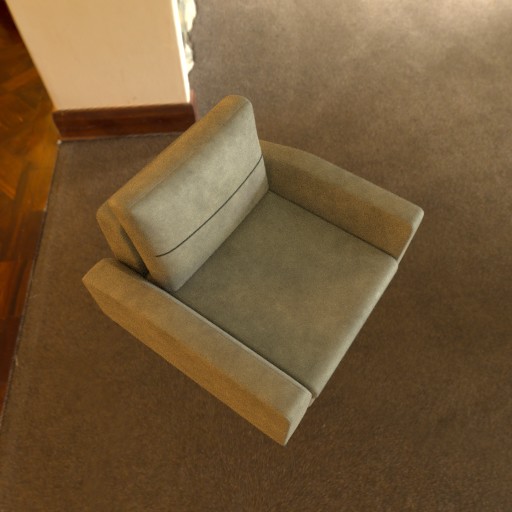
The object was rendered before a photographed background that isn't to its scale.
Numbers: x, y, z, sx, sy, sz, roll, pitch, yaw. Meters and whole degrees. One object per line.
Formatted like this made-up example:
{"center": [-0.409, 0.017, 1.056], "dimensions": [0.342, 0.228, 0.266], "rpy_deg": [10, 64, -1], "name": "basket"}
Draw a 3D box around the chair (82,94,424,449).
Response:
{"center": [0.000, 0.000, 1.629], "dimensions": [0.900, 0.800, 0.900], "rpy_deg": [31, 63, 18], "name": "chair"}
